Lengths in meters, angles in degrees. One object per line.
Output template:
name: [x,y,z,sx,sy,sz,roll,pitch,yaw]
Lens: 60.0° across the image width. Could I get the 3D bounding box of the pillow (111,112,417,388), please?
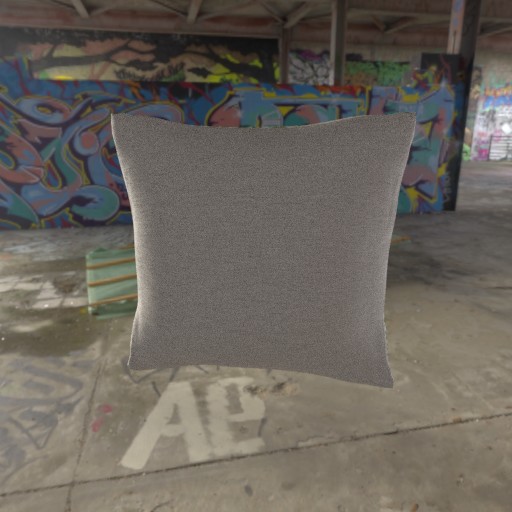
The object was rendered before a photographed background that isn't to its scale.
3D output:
pillow: [0.000,0.000,0.676,0.440,0.419,0.162,2,16,8]
